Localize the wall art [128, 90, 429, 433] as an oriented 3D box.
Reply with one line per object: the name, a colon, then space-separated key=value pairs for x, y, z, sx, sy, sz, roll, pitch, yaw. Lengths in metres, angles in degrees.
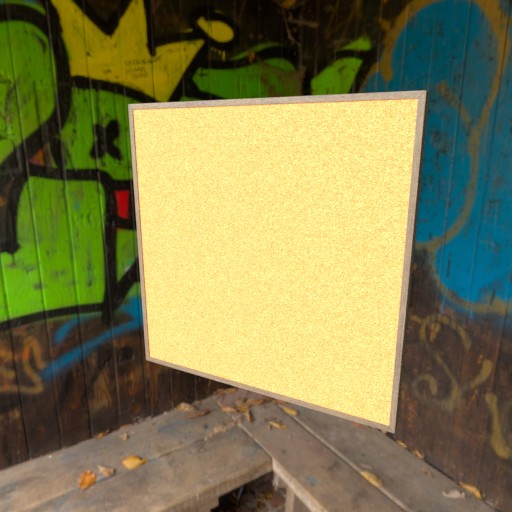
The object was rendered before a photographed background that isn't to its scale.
wall art: x=0.000 y=0.000 z=1.132 sx=0.758 sy=0.758 sz=0.039 roll=8 pitch=17 yaw=27
